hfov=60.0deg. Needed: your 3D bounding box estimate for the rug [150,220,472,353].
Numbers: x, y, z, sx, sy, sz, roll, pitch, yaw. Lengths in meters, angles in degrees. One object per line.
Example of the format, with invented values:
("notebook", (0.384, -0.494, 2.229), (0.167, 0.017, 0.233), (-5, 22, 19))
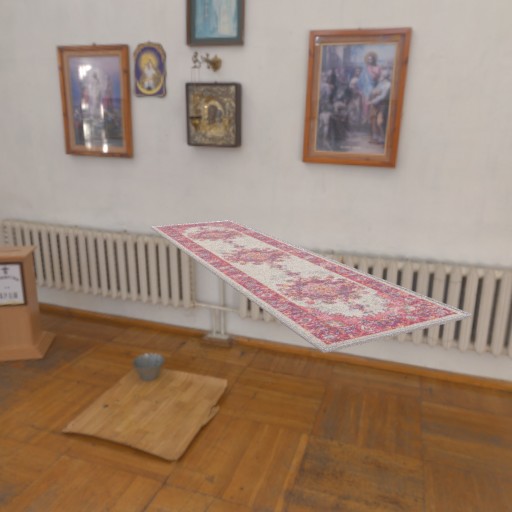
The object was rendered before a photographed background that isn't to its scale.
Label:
("rug", (0.000, 0.000, 2.490), (0.666, 0.011, 2.294), (-7, 16, -25))
